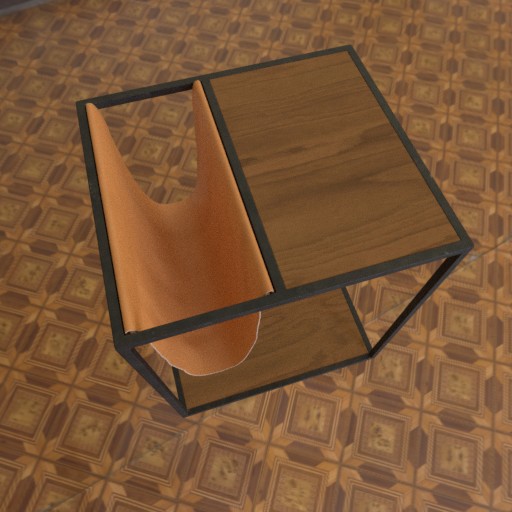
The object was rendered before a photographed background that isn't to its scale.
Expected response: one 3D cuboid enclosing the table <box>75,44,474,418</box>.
[{"bbox_3d":[0.000,0.000,0.844,0.450,0.536,0.399,-15,63,-8],"label":"table"}]
